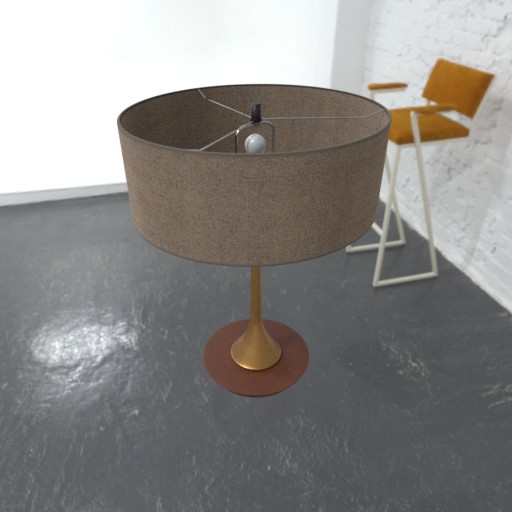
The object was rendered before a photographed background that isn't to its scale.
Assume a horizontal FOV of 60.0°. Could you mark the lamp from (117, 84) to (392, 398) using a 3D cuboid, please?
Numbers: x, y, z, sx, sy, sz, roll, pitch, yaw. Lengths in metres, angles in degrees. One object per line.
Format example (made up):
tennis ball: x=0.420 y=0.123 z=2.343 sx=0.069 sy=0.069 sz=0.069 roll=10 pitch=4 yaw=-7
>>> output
lamp: x=0.000 y=0.000 z=0.824 sx=0.417 sy=0.551 sz=0.396 roll=-20 pitch=37 yaw=-29
